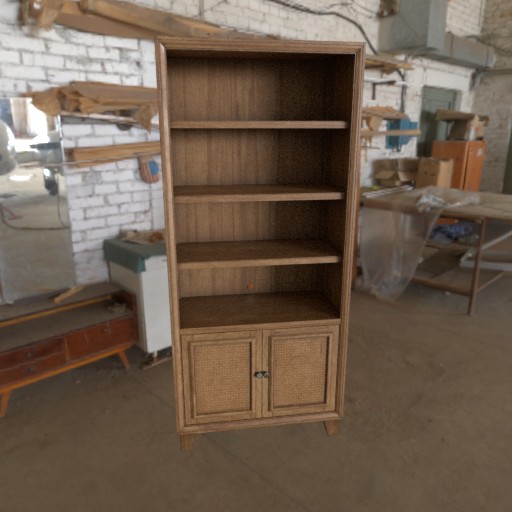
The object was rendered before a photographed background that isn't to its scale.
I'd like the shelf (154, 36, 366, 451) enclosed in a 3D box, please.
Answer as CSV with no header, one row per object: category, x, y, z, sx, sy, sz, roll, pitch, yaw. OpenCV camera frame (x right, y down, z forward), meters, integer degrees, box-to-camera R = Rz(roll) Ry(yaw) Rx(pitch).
shelf,0.000,0.000,2.245,0.864,1.930,0.453,-2,16,-8
